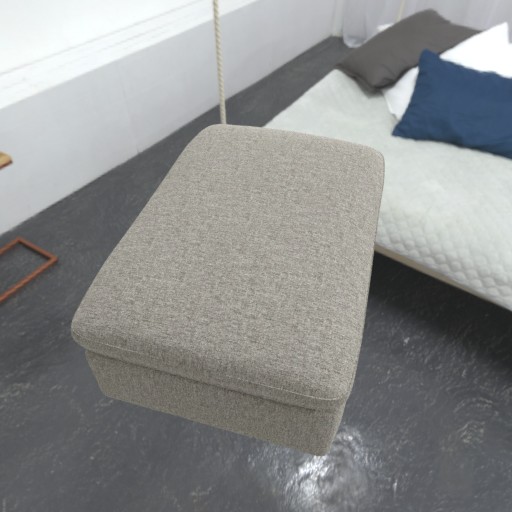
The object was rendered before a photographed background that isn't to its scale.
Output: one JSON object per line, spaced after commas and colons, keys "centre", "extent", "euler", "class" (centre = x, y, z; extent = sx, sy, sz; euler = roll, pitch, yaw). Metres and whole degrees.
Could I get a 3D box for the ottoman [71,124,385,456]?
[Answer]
{"centre": [0.000, 0.000, 1.378], "extent": [0.694, 0.451, 0.977], "euler": [12, 48, 11], "class": "ottoman"}
